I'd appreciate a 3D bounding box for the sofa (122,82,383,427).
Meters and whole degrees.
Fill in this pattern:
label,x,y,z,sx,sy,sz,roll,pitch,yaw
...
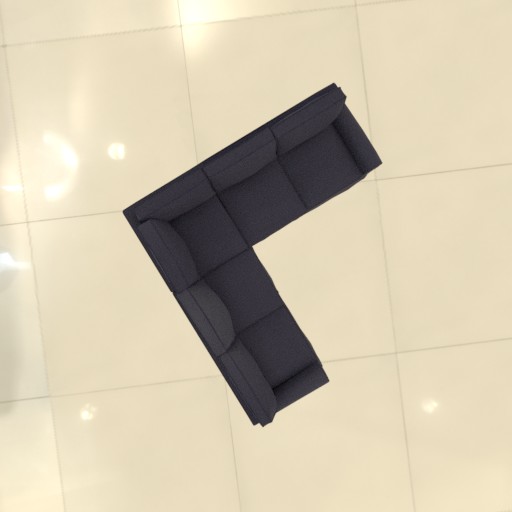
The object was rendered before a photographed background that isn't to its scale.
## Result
label,x,y,z,sx,sy,sz,roll,pitch,yaw
sofa,0.000,0.000,5.092,2.874,1.169,3.773,0,91,-1
